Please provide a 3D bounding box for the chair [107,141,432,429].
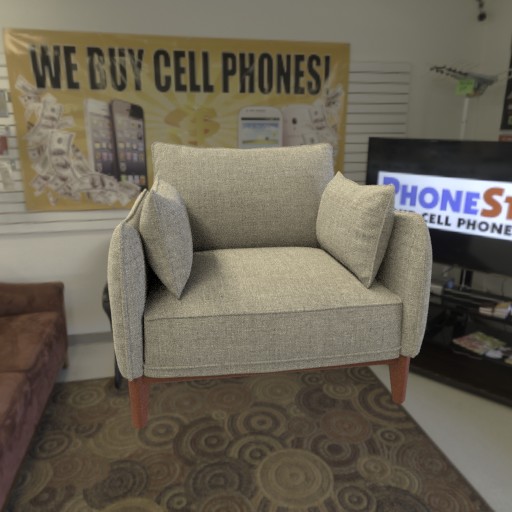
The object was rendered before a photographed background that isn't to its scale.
[{"bbox_3d":[0.000,0.000,1.719,0.993,0.839,0.976,-2,16,-8],"label":"chair"}]
